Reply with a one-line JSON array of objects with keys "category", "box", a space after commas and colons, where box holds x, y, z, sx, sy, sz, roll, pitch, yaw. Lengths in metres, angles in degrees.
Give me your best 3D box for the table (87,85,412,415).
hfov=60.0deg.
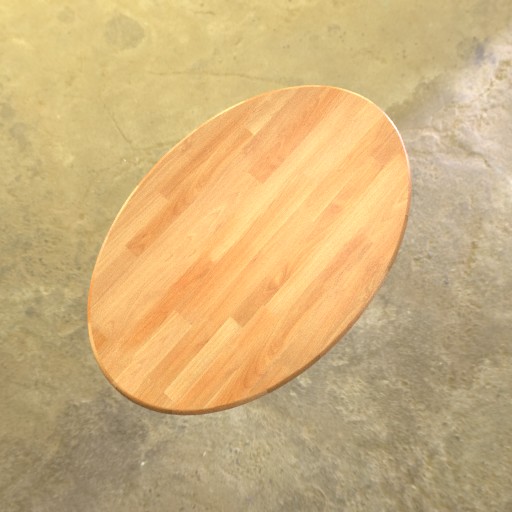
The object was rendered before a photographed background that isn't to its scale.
[{"category": "table", "box": [0.000, 0.000, 1.383, 0.690, 0.490, 1.040, 40, 79, 9]}]
